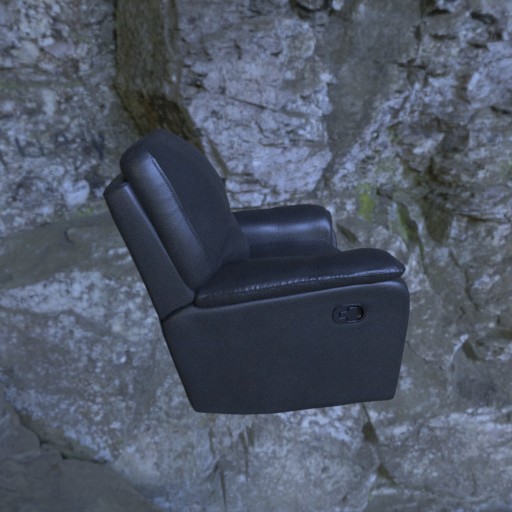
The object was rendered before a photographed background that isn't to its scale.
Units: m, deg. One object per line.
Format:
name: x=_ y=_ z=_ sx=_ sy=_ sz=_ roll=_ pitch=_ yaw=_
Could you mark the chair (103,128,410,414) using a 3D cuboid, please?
chair: x=0.000 y=0.000 z=2.007 sx=1.087 sy=1.109 sz=1.096 roll=-2 pitch=18 yaw=-8
